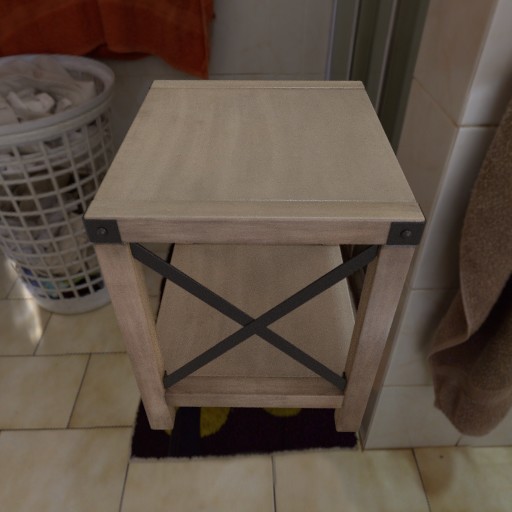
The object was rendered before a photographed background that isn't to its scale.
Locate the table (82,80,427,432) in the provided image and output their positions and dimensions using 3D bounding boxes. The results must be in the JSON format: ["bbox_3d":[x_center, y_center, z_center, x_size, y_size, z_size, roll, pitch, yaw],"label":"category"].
[{"bbox_3d":[0.000,0.000,0.938,0.459,0.561,0.510,0,41,1],"label":"table"}]
